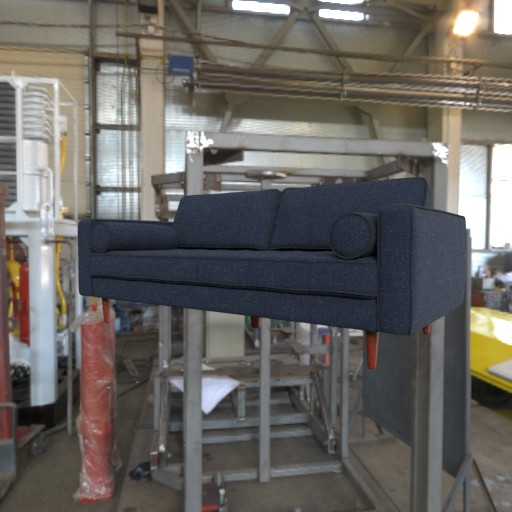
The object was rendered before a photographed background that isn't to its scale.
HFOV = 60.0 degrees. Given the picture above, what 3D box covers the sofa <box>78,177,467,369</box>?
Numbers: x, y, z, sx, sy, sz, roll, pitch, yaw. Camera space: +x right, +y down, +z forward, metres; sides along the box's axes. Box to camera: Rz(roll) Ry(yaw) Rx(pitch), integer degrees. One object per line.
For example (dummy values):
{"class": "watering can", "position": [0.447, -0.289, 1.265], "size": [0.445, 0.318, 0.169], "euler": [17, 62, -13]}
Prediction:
{"class": "sofa", "position": [0.000, 0.000, 2.326], "size": [1.880, 0.762, 0.914], "euler": [1, 2, 35]}
